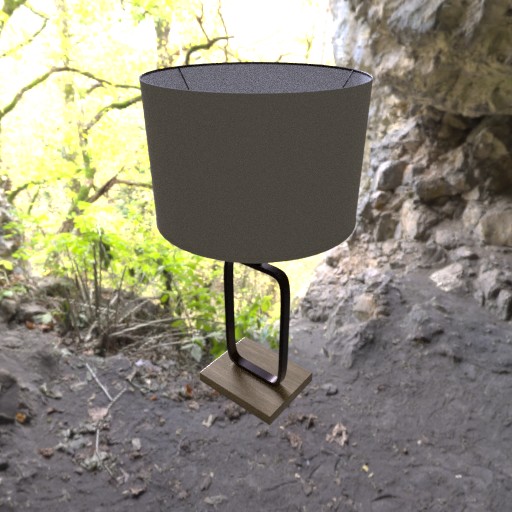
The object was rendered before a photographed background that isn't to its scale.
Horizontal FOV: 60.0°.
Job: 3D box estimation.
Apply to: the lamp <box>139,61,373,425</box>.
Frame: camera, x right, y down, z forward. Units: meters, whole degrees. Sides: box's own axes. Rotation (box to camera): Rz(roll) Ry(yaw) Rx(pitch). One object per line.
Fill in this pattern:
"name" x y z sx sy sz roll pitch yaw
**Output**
"lamp" 0.000 0.000 0.664 0.279 0.508 0.279 21 36 33
